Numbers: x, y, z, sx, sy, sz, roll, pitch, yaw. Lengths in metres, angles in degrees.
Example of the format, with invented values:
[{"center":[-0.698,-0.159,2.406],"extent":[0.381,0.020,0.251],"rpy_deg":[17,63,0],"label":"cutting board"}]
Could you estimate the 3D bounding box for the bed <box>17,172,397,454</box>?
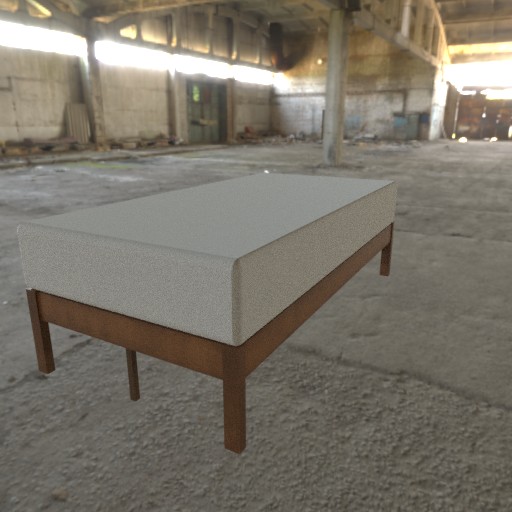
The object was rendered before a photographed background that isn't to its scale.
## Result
[{"center":[0.000,0.000,2.276],"extent":[0.961,0.616,1.902],"rpy_deg":[9,19,28],"label":"bed"}]
